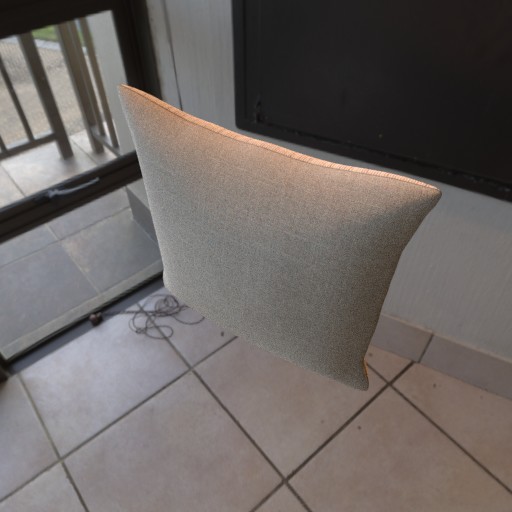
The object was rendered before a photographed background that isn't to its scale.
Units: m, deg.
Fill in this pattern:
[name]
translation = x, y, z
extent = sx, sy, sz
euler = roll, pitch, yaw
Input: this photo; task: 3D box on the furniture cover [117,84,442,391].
[furniture cover]
translation = 0.000, 0.000, 0.782
extent = 0.512, 0.506, 0.178
euler = 24, 52, 21
